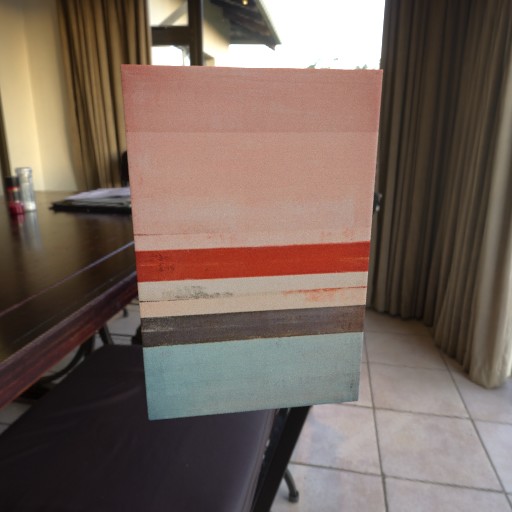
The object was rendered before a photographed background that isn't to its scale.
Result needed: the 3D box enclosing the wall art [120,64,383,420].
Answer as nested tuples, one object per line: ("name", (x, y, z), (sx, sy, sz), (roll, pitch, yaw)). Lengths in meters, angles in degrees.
("wall art", (0.000, 0.000, 1.164), (0.610, 0.914, 0.038), (-2, 16, -8))
